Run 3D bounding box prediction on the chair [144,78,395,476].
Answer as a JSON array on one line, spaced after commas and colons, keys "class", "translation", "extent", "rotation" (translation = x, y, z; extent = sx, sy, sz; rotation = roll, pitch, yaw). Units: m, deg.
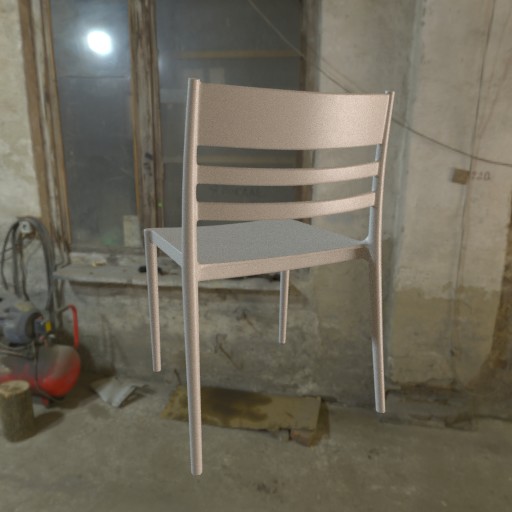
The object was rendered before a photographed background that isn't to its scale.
[{"class": "chair", "translation": [0.000, 0.000, 1.160], "extent": [0.531, 0.800, 0.511], "rotation": [-7, 16, -25]}]
